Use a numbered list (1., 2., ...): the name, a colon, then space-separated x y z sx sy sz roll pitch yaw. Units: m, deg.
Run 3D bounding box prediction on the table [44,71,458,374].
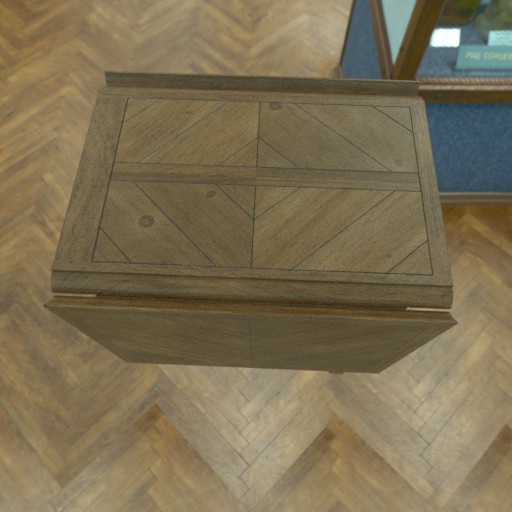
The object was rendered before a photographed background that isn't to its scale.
1. table: 0.000 0.000 1.261 0.746 0.763 0.591 2 65 1
